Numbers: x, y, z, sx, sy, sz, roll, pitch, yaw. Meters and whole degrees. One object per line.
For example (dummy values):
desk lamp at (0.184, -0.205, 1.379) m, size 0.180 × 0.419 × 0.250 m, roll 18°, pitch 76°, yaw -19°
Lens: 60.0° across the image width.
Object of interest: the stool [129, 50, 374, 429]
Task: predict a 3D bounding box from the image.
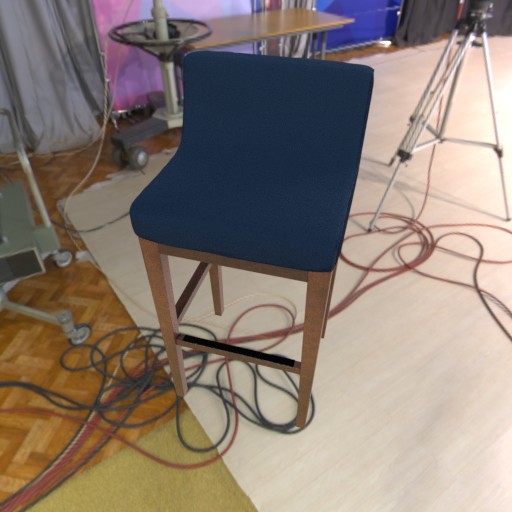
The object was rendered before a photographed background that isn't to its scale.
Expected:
stool at (0.000, 0.000, 1.345) m, size 0.511 × 1.037 × 0.500 m, roll 11°, pitch 42°, yaw 12°
